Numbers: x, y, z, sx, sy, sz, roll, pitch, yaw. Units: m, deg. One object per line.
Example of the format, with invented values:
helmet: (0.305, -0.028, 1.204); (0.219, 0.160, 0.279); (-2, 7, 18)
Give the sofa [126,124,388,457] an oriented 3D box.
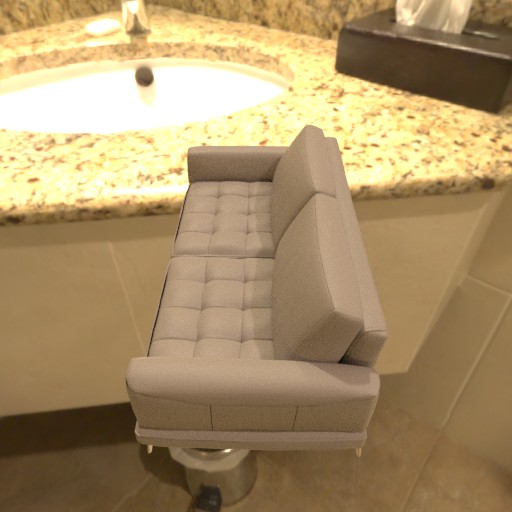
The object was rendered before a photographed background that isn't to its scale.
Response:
sofa: (0.000, 0.000, 2.691); (1.121, 0.930, 2.177); (1, 41, 1)
